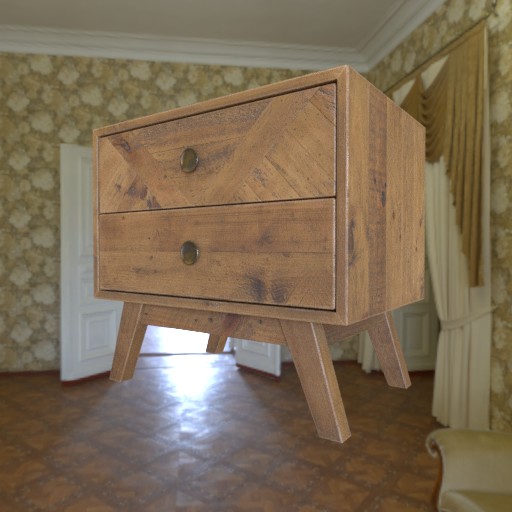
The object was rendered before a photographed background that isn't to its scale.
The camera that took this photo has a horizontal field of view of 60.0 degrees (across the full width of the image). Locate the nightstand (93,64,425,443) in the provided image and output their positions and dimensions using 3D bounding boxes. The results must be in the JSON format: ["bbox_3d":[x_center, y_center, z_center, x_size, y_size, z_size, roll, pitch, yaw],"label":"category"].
[{"bbox_3d":[0.000,0.000,1.044,0.650,0.599,0.450,1,1,35],"label":"nightstand"}]
